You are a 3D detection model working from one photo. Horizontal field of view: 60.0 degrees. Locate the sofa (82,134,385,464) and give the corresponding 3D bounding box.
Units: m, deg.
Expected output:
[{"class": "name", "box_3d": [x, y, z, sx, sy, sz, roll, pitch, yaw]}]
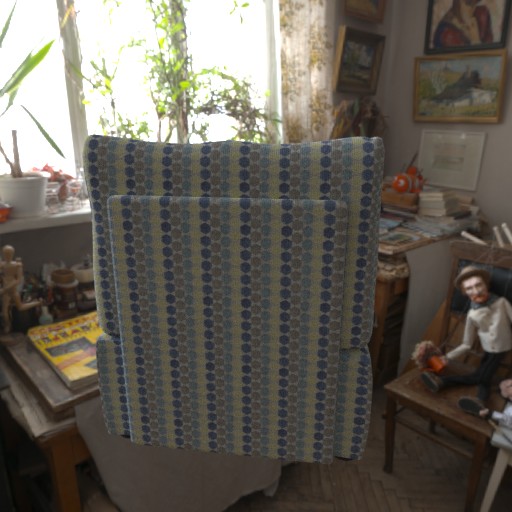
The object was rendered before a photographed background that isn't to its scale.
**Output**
[{"class": "sofa", "box_3d": [0.000, 0.000, 1.502, 0.700, 0.820, 1.000, 2, 17, 8]}]
